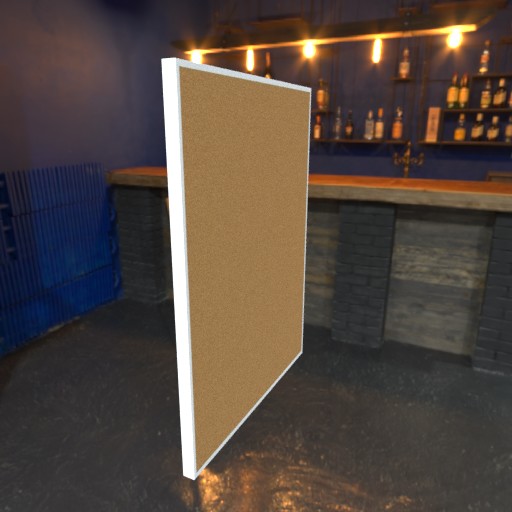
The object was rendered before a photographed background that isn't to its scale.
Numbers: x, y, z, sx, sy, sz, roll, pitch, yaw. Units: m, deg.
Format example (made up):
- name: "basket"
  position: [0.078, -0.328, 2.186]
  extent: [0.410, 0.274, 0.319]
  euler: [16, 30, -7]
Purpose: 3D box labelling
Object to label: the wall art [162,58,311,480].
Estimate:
- name: "wall art"
  position: [0.000, 0.000, 1.398]
  extent: [0.039, 1.050, 0.795]
  euler: [8, 18, 26]
